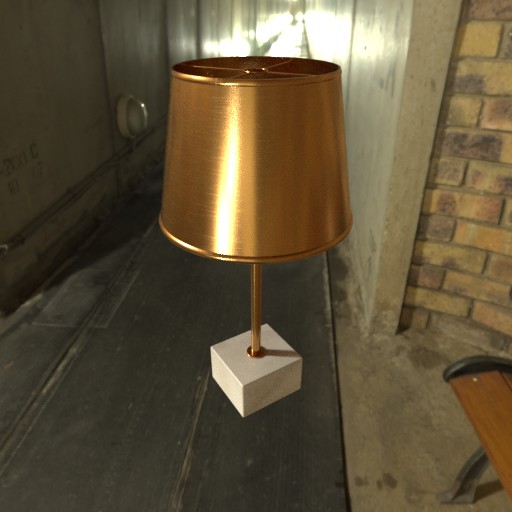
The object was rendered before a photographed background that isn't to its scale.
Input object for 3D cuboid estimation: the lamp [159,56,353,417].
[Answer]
[{"bbox_3d":[0.000,0.000,0.511,0.208,0.406,0.208,0,30,0],"label":"lamp"}]
